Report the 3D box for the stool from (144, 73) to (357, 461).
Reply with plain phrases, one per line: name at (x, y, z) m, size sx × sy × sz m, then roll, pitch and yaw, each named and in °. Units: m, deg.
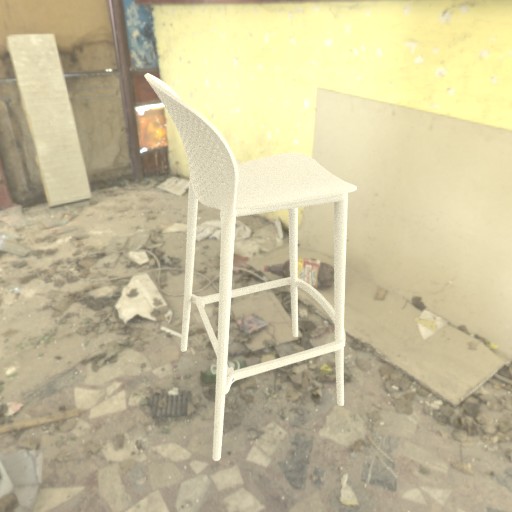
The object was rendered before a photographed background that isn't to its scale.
stool at (0.000, 0.000, 1.353) m, size 0.535 × 1.045 × 0.536 m, roll -10°, pitch 30°, yaw -17°
